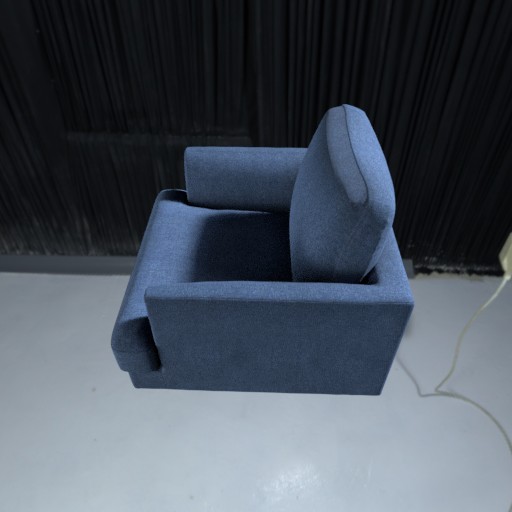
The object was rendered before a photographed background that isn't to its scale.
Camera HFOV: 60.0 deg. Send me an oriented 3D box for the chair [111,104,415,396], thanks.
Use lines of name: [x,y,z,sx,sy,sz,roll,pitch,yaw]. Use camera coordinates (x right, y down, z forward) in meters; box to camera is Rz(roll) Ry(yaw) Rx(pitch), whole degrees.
chair: [0.000,0.000,1.654,0.899,0.957,0.858,1,44,1]
